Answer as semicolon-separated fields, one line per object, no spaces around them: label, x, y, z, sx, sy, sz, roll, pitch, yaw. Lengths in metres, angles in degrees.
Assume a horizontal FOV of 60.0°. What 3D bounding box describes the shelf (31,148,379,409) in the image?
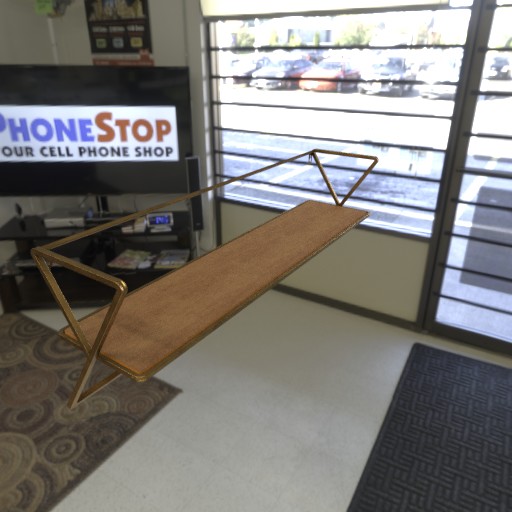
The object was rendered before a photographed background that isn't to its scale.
shelf;0.000;0.000;0.728;0.150;0.229;0.645;16;30;31
